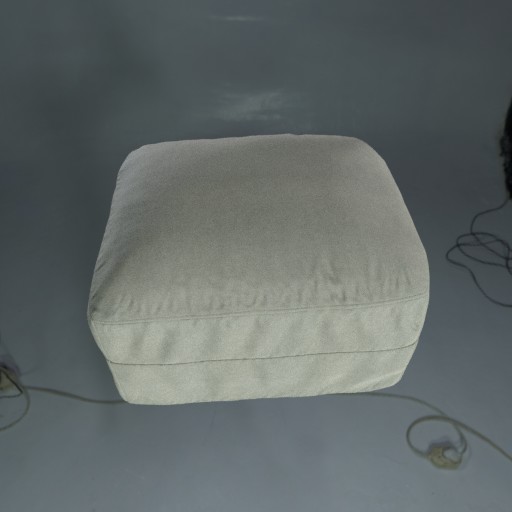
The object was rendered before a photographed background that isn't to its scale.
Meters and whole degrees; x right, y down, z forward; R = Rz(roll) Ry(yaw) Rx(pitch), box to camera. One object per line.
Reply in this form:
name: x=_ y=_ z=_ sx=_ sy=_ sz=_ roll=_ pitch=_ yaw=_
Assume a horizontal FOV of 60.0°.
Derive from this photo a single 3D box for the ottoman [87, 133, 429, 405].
ottoman: x=0.000 y=0.000 z=1.108 sx=0.712 sy=0.480 sz=0.584 roll=-2 pitch=46 yaw=-2
